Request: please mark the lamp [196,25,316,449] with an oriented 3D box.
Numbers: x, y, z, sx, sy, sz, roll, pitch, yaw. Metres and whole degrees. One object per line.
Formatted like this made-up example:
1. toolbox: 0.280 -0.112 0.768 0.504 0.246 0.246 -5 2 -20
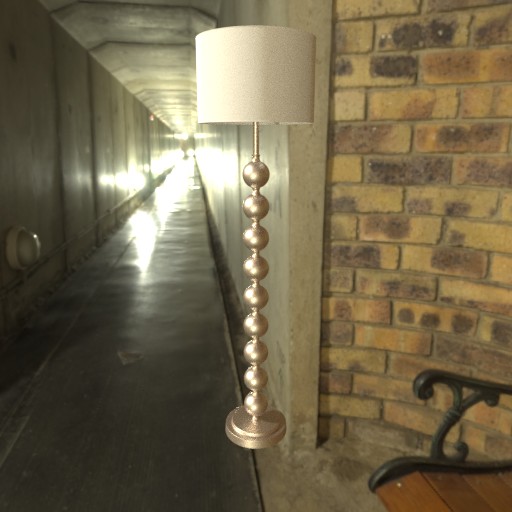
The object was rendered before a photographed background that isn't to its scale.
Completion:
1. lamp: 0.000 0.000 1.638 0.394 1.474 0.394 14 21 42
